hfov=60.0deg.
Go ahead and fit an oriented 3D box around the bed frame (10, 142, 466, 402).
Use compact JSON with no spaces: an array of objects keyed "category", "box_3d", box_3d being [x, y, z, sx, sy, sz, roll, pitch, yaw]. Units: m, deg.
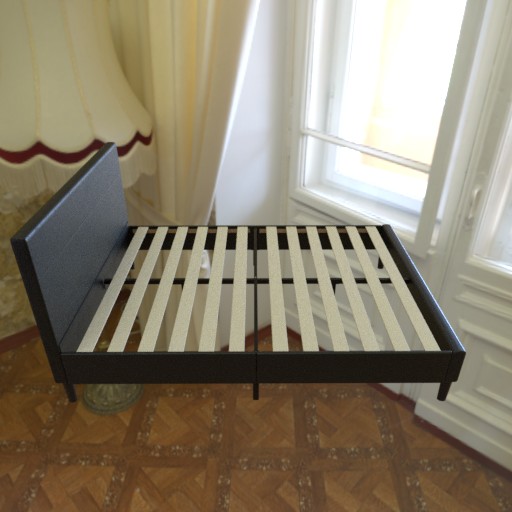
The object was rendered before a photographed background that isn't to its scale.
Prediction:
[{"category":"bed frame","box_3d":[0.000,0.000,2.818,2.152,1.046,1.469,0,30,0]}]
